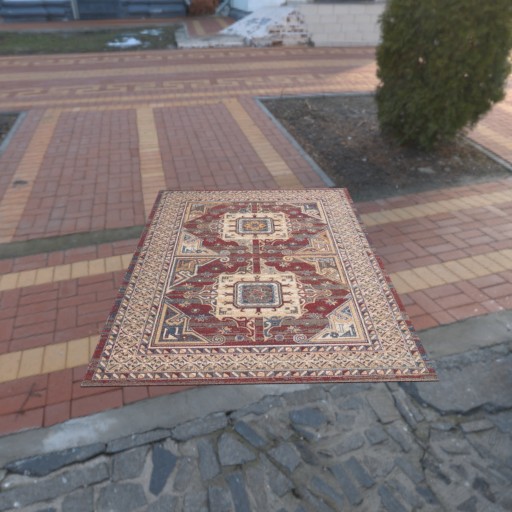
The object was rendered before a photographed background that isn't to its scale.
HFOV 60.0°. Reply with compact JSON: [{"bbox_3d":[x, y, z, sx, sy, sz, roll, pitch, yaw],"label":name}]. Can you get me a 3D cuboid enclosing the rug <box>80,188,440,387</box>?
[{"bbox_3d":[0.000,0.000,4.290,2.381,0.013,3.197,-1,32,-1],"label":"rug"}]
